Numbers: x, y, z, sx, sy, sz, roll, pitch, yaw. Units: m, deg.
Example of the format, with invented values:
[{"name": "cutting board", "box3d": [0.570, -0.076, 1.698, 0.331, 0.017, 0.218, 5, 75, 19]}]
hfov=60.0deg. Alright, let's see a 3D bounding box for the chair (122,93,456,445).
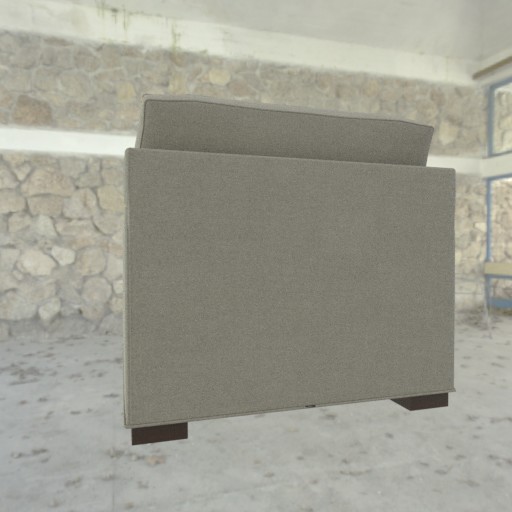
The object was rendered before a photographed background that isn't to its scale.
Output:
[{"name": "chair", "box3d": [0.000, 0.000, 1.726, 0.999, 0.934, 1.044, 0, 1, -17]}]
